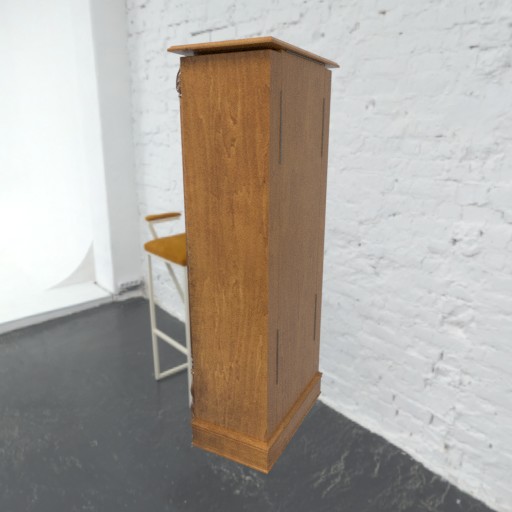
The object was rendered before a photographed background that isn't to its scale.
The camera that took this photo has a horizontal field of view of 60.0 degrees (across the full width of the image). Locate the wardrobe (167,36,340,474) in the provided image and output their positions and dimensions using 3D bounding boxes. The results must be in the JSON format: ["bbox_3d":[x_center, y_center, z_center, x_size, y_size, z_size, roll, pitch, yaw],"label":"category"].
[{"bbox_3d":[0.000,0.000,1.156,0.273,0.959,0.406,8,18,26],"label":"wardrobe"}]
